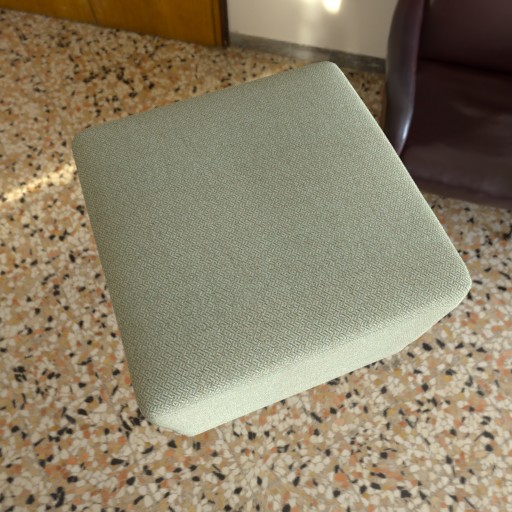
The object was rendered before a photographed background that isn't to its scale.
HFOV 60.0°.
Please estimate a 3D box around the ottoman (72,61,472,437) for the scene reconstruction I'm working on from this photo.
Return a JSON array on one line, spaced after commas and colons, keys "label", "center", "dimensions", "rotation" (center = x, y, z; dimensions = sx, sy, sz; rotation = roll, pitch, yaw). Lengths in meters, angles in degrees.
[{"label": "ottoman", "center": [0.000, 0.000, 0.878], "dimensions": [0.521, 0.453, 0.512], "rotation": [-19, 66, -9]}]
